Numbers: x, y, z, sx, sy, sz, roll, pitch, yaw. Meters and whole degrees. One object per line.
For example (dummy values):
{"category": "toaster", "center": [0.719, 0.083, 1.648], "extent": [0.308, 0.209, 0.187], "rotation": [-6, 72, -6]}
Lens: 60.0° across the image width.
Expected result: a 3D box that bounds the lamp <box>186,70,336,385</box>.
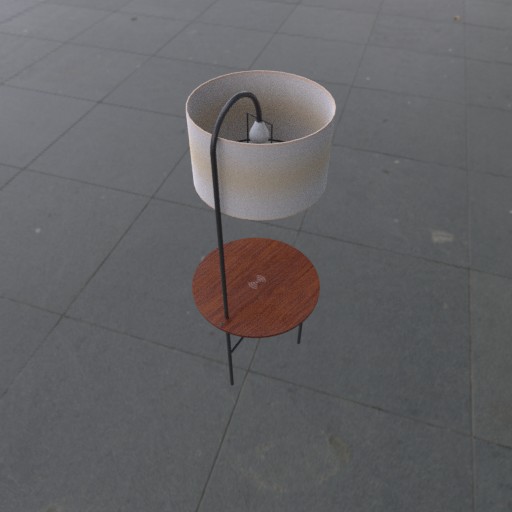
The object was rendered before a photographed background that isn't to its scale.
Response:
{"category": "lamp", "center": [0.000, 0.000, 1.868], "extent": [0.573, 1.517, 0.573], "rotation": [0, 47, 0]}
